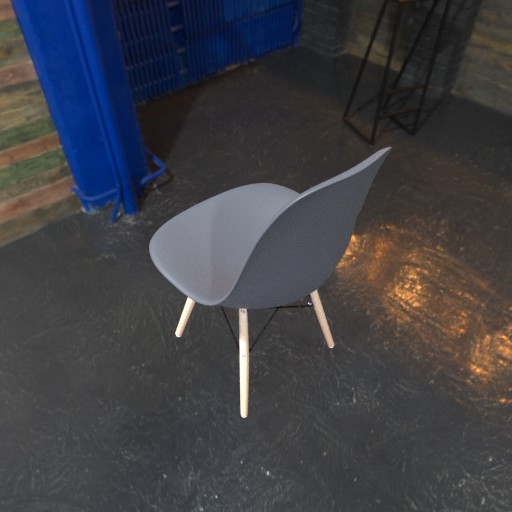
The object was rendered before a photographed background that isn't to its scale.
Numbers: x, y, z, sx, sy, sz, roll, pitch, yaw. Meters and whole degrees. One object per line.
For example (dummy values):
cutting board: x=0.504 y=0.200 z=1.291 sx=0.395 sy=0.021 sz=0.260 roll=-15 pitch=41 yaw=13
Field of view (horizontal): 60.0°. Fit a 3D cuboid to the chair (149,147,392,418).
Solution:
chair: x=0.000 y=0.000 z=1.163 sx=0.470 sy=0.826 sz=0.533 roll=-31 pitch=53 yaw=-26
